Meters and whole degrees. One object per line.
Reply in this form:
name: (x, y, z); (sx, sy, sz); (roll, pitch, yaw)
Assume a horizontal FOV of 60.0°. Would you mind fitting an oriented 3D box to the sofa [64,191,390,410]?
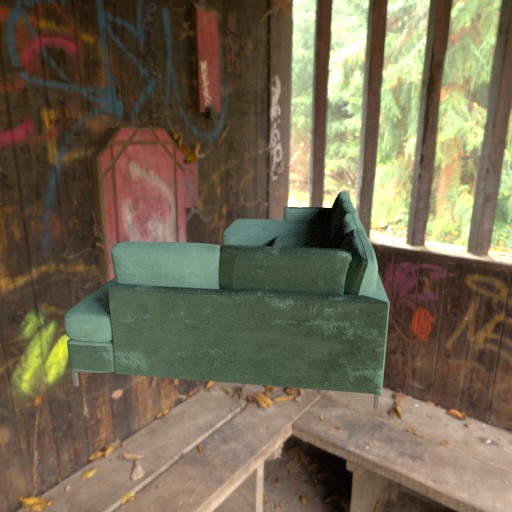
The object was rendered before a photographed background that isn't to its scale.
sofa: (0.000, 0.000, 4.348); (2.055, 0.992, 3.434); (2, 16, 8)
